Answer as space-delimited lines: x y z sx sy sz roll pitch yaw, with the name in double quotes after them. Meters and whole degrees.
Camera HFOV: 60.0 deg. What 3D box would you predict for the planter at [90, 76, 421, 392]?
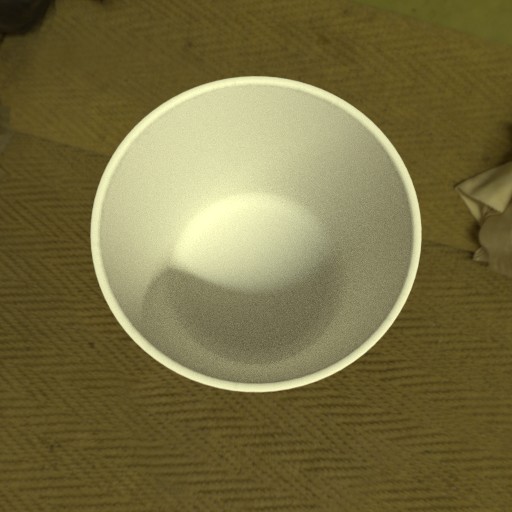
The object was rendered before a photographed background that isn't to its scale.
0.000 0.000 0.782 0.440 0.398 0.440 0 76 0 "planter"
